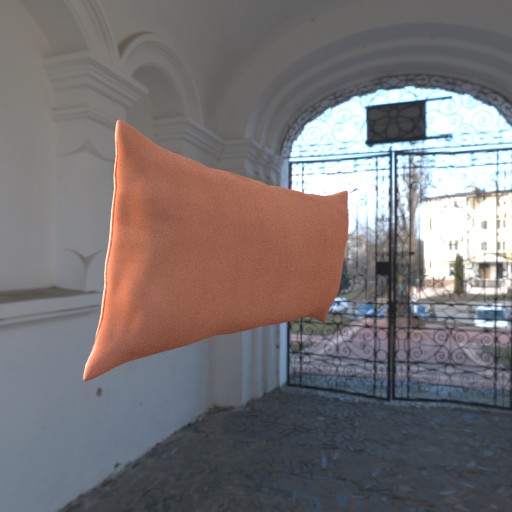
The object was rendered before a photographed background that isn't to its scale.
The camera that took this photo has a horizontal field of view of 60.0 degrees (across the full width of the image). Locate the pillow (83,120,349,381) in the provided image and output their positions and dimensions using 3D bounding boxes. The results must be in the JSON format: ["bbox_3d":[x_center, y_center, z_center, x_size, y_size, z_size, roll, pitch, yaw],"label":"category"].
[{"bbox_3d":[0.000,0.000,0.734,0.156,0.292,0.608,-1,-1,35],"label":"pillow"}]
